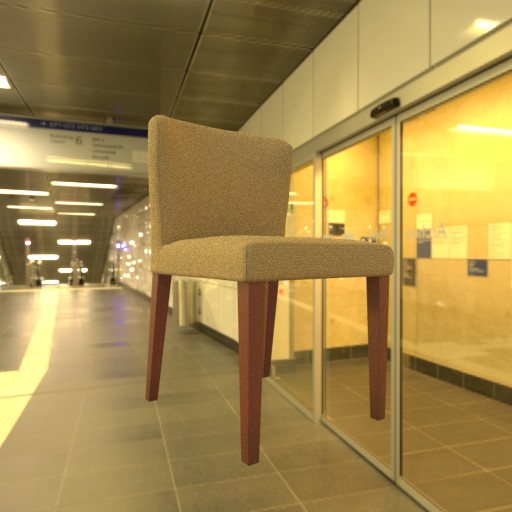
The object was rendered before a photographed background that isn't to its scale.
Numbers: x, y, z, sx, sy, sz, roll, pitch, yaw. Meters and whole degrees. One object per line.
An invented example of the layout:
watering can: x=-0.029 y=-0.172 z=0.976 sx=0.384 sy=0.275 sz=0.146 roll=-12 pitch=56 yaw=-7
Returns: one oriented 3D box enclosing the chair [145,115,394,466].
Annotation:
chair: x=0.000 y=0.000 z=1.228 sx=0.491 sy=0.839 sz=0.589 roll=0 pitch=0 yaw=-37
